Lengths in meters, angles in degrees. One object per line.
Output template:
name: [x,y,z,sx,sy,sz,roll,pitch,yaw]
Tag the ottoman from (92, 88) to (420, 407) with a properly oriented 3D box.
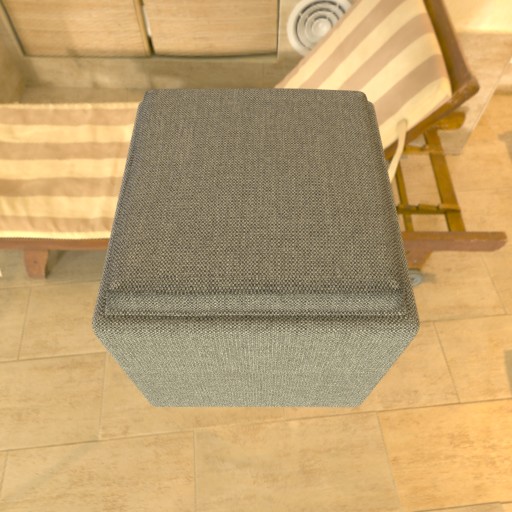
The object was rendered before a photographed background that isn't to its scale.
ottoman: [0.000,0.000,0.842,0.436,0.487,0.454,0,58,0]
